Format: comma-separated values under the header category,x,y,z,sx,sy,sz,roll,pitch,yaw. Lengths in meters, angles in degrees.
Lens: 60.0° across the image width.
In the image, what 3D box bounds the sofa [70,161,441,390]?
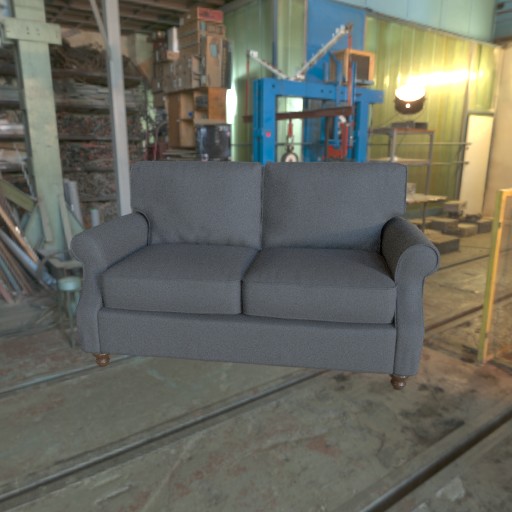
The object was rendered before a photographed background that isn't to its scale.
category,x,y,z,sx,sy,sz,roll,pitch,yaw
sofa,0.000,0.000,2.291,1.665,0.937,0.964,2,14,8
